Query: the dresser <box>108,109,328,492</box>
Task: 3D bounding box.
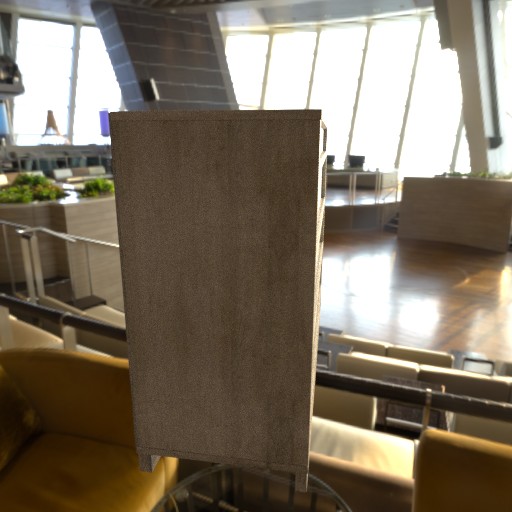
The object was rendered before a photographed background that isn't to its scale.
[{"bbox_3d":[0.000,0.000,1.390,0.404,0.816,0.994,3,15,9],"label":"dresser"}]
